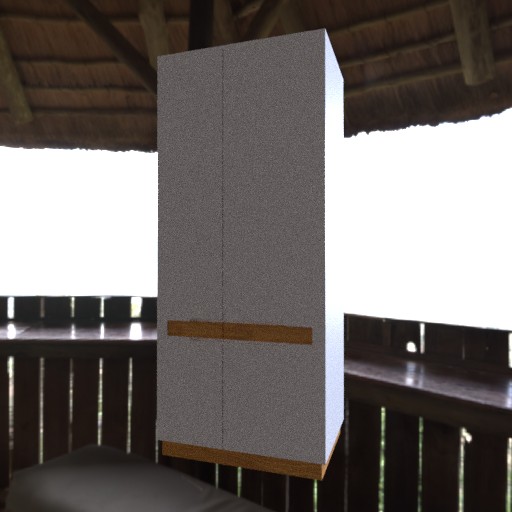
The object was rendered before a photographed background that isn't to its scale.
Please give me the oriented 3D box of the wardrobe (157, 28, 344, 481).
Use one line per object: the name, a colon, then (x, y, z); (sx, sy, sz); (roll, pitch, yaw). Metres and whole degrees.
wardrobe: (0.000, 0.000, 2.406); (0.860, 2.040, 0.600); (0, 0, 19)
